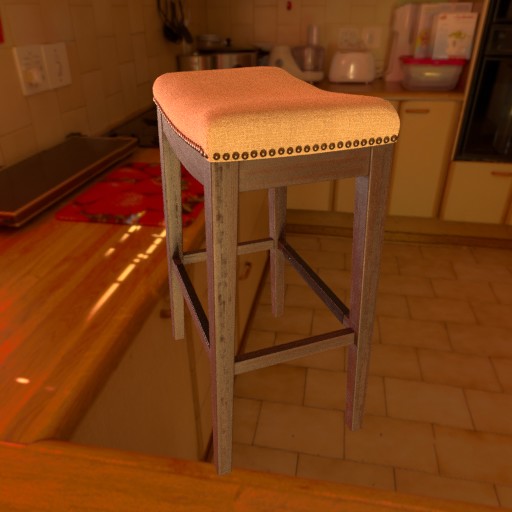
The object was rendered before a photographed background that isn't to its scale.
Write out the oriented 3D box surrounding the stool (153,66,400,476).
[{"bbox_3d":[0.000,0.000,1.037,0.363,0.768,0.509,-10,31,-18],"label":"stool"}]
